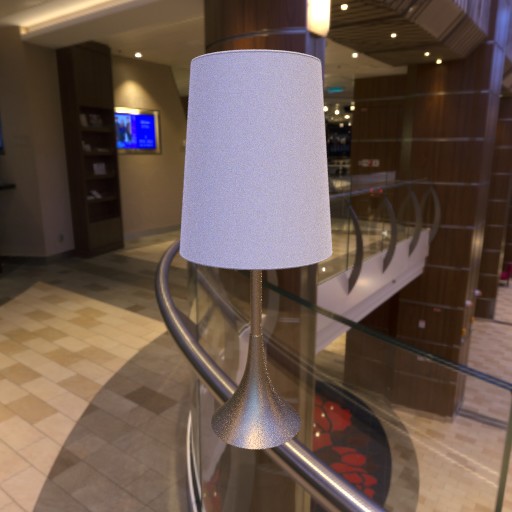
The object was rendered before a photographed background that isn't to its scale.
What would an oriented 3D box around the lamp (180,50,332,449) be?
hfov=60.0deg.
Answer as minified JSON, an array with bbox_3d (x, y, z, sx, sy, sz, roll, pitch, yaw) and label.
[{"bbox_3d":[0.000,0.000,0.681,0.231,0.569,0.231,0,13,0],"label":"lamp"}]
